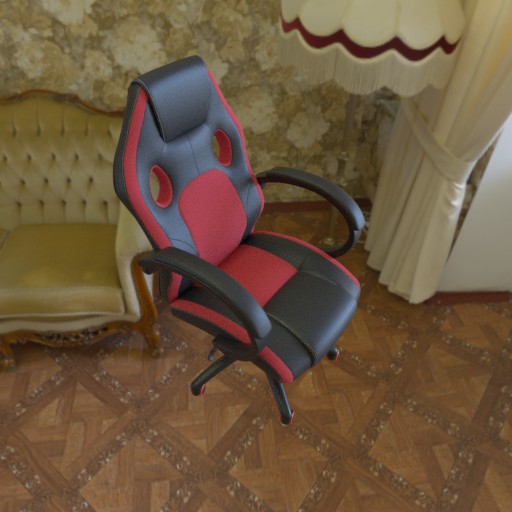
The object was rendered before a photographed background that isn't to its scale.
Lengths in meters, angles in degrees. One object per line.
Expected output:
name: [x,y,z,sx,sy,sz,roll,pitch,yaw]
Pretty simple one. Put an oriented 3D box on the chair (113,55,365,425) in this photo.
chair: [0.000,0.000,1.566,0.724,1.187,0.673,26,48,26]
